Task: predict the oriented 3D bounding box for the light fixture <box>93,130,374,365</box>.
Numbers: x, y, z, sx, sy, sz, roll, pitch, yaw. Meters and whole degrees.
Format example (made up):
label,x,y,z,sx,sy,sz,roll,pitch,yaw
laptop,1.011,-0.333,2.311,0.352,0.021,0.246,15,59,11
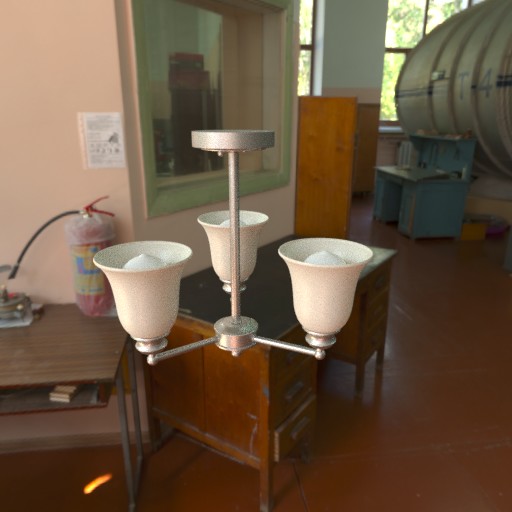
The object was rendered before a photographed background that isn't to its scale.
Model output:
label,x,y,z,sx,sy,sz,roll,pitch,yaw
light fixture,0.000,0.000,0.684,0.354,0.370,0.388,9,19,25
